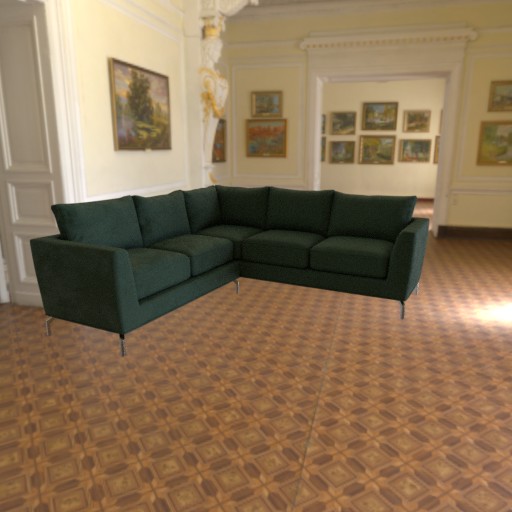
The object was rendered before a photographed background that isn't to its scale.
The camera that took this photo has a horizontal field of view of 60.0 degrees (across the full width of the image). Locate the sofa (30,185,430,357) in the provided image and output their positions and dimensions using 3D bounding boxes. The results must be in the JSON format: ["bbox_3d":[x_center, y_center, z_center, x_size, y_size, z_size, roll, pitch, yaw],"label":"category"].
[{"bbox_3d":[0.000,0.000,3.769,2.452,1.004,2.468,7,15,27],"label":"sofa"}]
